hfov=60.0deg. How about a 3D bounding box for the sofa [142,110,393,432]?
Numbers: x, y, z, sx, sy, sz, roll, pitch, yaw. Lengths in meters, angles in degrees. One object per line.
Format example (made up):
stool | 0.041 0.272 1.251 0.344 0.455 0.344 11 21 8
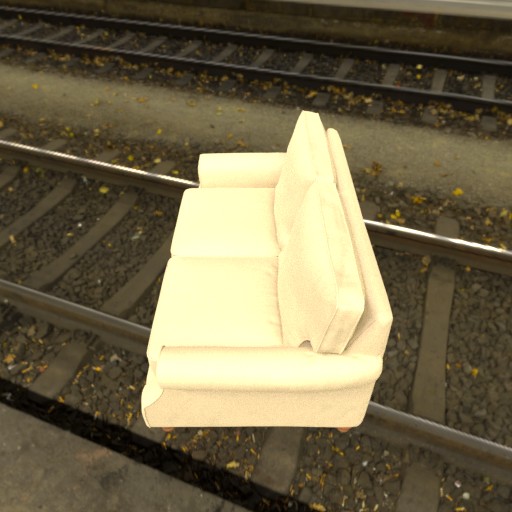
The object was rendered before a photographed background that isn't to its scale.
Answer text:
sofa | 0.000 0.000 2.270 0.964 0.937 1.665 0 41 0
